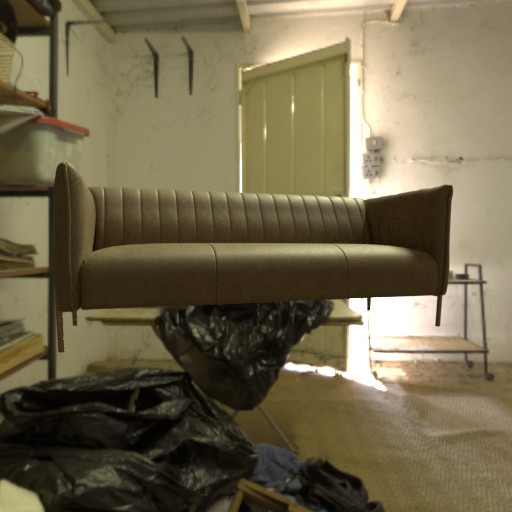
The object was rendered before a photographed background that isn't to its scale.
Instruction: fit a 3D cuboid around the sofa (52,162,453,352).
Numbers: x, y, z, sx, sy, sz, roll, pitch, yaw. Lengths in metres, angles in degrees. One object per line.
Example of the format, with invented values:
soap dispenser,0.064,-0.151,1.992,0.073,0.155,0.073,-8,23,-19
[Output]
sofa,0.000,0.000,2.432,1.980,0.779,0.876,0,1,-19
